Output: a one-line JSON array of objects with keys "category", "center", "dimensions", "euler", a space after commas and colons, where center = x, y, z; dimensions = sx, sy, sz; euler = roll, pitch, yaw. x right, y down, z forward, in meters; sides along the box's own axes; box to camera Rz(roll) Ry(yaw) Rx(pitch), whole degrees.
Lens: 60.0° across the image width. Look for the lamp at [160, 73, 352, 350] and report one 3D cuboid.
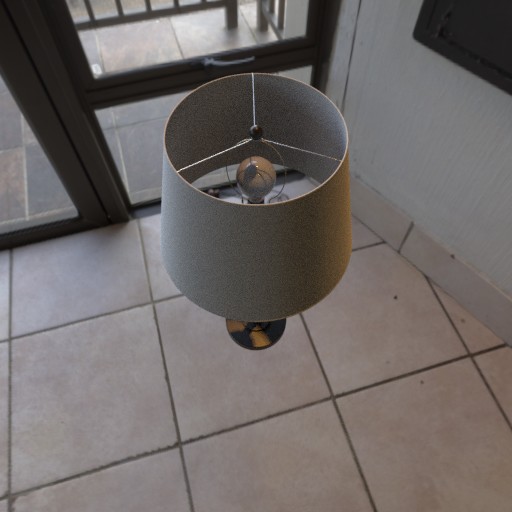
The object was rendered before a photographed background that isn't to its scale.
[{"category": "lamp", "center": [0.000, 0.000, 0.915], "dimensions": [0.363, 0.696, 0.363], "euler": [0, 59, 0]}]
